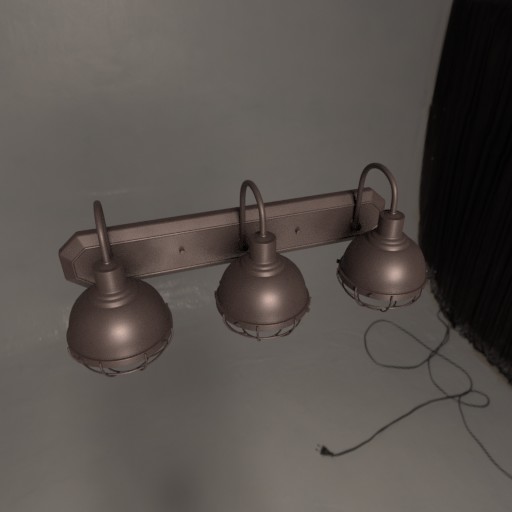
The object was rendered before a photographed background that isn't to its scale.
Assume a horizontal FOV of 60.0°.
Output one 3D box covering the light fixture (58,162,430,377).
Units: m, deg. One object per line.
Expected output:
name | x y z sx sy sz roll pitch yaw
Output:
light fixture | 0.000 0.000 0.756 0.634 0.254 0.229 -11 34 -16
